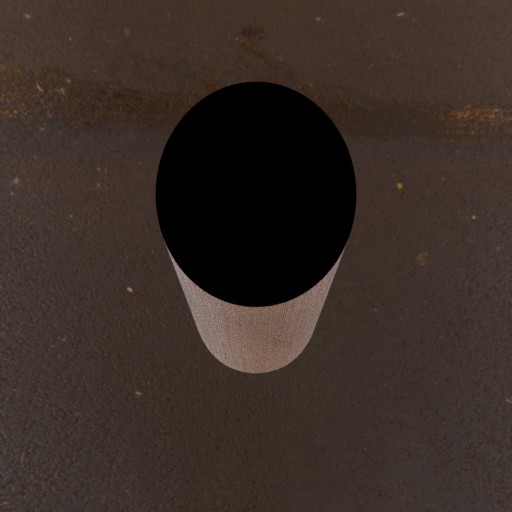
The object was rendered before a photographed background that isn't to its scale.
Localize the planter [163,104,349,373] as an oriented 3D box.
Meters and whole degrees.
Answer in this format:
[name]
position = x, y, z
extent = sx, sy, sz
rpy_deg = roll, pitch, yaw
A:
[planter]
position = 0.000, 0.000, 0.127
extent = 0.045, 0.103, 0.045
rpy_deg = 37, 69, 17
